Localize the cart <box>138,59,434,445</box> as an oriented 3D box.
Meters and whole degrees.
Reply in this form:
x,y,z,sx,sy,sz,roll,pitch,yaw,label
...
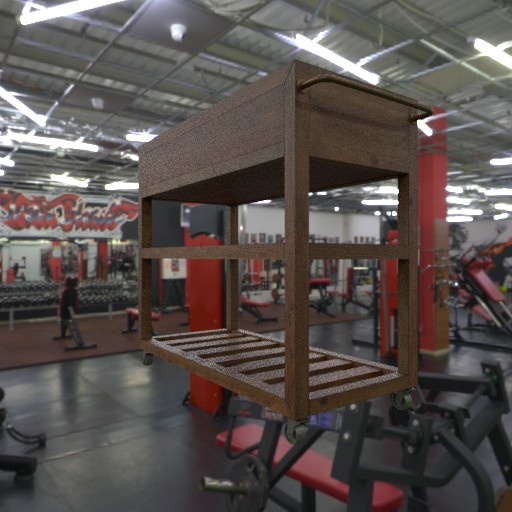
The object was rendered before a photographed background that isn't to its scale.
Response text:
x,y,z,sx,sy,sz,roll,pitch,yaw,label
0.000,0.000,1.435,0.445,0.830,1.065,0,0,-35,cart
